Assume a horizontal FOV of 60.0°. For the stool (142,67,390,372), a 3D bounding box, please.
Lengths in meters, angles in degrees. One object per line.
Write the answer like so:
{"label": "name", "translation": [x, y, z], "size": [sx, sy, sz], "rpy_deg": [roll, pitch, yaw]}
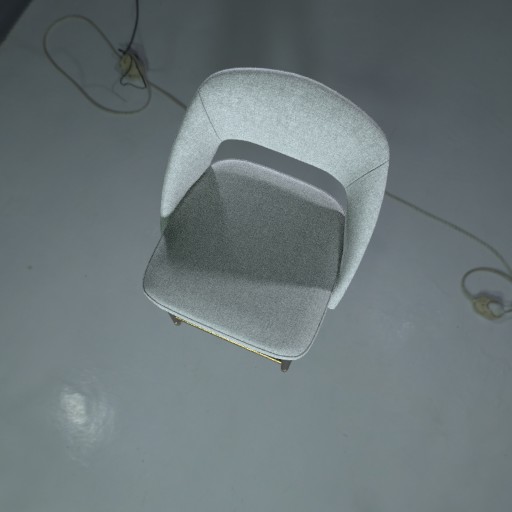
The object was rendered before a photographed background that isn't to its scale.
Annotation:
{"label": "stool", "translation": [0.000, 0.000, 1.236], "size": [0.494, 0.940, 0.509], "rpy_deg": [22, 77, 5]}
